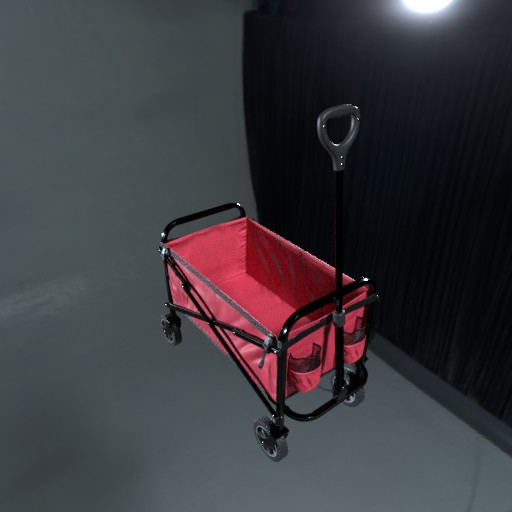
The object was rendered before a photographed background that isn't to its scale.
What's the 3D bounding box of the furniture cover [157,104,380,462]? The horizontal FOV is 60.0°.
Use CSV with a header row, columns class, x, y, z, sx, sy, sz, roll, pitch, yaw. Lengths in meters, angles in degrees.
class,x,y,z,sx,sy,sz,roll,pitch,yaw
furniture cover,0.000,0.000,1.778,0.532,1.295,1.038,-21,37,-31
